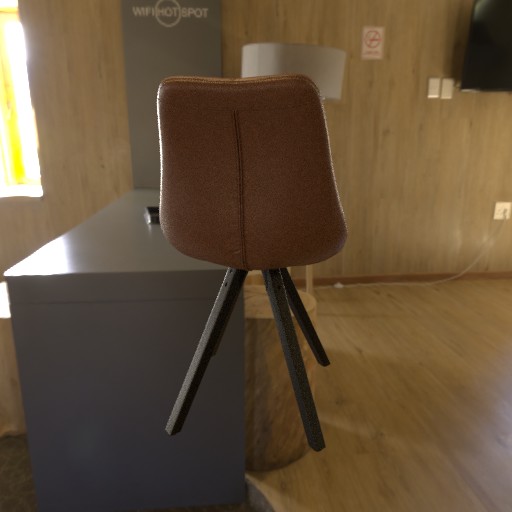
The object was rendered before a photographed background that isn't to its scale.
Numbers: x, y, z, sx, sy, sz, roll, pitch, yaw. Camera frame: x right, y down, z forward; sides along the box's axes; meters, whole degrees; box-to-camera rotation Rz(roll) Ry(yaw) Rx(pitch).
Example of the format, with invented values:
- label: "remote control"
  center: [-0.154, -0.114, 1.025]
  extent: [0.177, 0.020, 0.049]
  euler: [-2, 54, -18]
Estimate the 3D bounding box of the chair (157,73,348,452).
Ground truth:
- label: "chair"
  center: [0.000, 0.000, 1.192]
  extent: [0.475, 0.850, 0.550]
  euler: [2, 16, 9]
